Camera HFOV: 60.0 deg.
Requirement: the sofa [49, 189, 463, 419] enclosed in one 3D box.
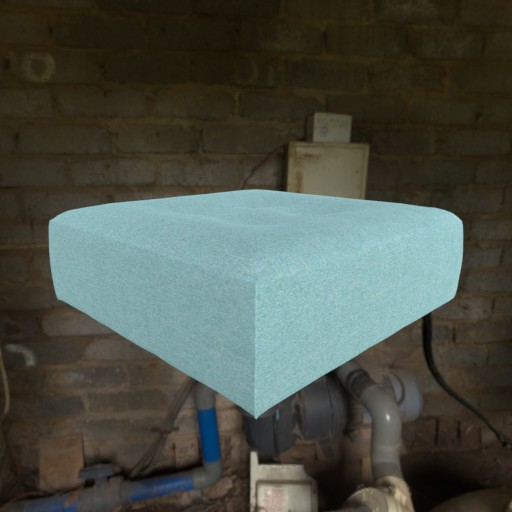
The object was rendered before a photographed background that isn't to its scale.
[{"bbox_3d":[0.000,0.000,1.410,0.930,0.330,0.930,-14,20,-43],"label":"sofa"}]
